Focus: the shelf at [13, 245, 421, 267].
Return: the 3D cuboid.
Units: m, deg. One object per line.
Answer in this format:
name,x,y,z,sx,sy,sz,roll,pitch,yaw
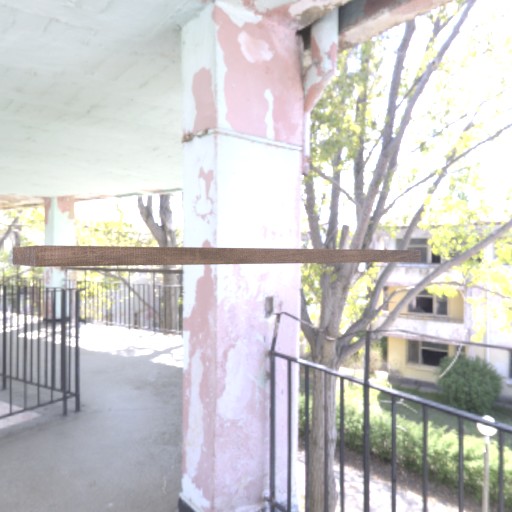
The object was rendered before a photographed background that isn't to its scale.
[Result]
shelf,0.000,0.000,0.647,0.610,0.020,0.140,0,0,-36
